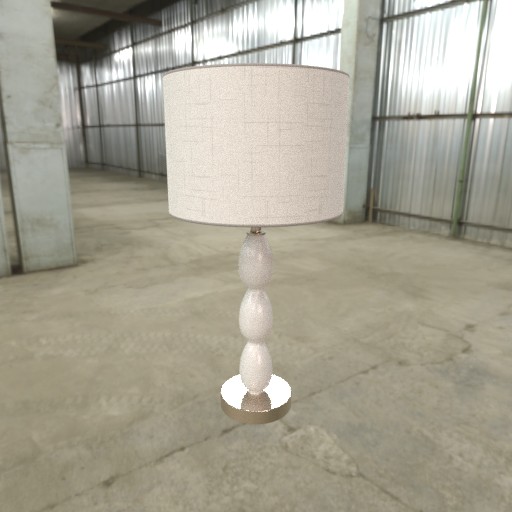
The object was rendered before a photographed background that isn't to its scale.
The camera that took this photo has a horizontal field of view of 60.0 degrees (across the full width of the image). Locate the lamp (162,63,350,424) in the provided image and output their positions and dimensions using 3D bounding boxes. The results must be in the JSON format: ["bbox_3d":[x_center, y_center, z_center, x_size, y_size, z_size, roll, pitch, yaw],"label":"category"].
[{"bbox_3d":[0.000,0.000,0.745,0.280,0.559,0.282,-2,15,-8],"label":"lamp"}]
